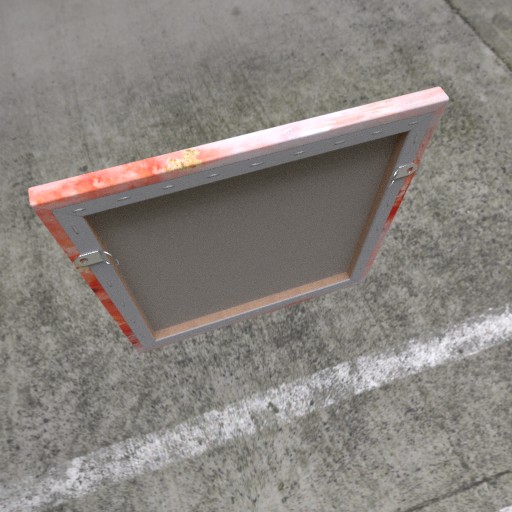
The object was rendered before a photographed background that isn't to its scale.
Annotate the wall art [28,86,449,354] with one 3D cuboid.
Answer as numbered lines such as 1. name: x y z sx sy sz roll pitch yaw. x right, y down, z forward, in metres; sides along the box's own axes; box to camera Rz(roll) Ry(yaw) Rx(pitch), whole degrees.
1. wall art: 0.000 0.000 1.072 0.747 0.746 0.064 -16 61 -9
